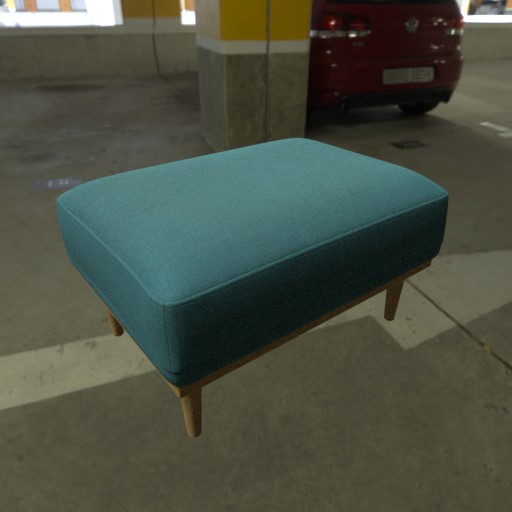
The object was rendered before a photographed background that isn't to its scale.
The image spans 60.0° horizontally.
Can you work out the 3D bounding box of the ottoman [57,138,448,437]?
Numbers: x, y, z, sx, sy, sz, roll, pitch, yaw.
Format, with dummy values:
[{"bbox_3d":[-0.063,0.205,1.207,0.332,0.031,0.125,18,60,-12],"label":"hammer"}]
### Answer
[{"bbox_3d":[0.000,0.000,1.071,0.749,0.428,0.549,-21,35,-32],"label":"ottoman"}]
